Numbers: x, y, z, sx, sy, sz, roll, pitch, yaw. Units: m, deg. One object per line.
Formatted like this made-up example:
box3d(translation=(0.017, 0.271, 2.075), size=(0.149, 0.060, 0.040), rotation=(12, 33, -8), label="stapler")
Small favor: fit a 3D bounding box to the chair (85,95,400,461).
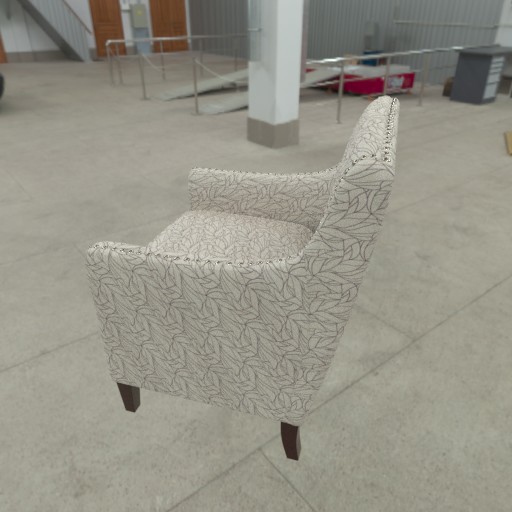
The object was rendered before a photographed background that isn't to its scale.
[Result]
box3d(translation=(0.000, 0.000, 1.235), size=(0.651, 0.816, 0.623), rotation=(8, 31, 14), label="chair")
